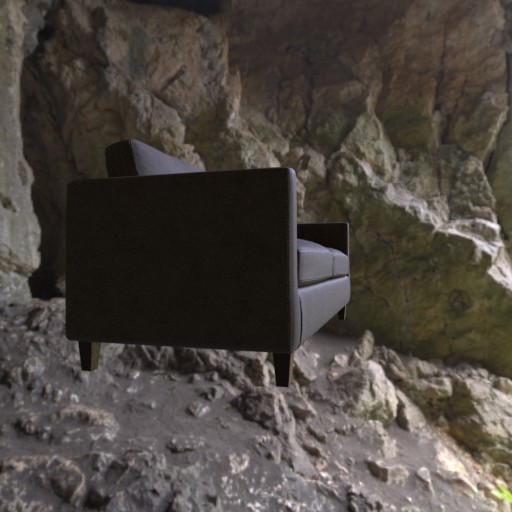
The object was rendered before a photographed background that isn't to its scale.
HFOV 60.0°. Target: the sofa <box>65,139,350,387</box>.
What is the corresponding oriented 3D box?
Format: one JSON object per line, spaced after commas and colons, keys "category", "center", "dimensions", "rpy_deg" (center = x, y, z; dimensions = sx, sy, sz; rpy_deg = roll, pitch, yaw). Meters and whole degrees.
{"category": "sofa", "center": [0.000, 0.000, 2.654], "dimensions": [0.951, 0.965, 2.208], "rpy_deg": [0, -1, 17]}
